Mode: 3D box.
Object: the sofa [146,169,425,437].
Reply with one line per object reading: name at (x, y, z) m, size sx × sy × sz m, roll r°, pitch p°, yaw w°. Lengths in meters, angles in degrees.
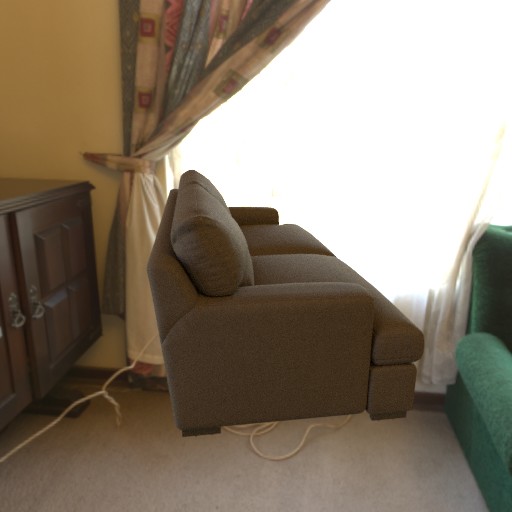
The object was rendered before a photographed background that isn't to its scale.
sofa at (0.000, 0.000, 2.819) m, size 1.140 × 0.950 × 2.271 m, roll -2°, pitch 16°, yaw -8°
